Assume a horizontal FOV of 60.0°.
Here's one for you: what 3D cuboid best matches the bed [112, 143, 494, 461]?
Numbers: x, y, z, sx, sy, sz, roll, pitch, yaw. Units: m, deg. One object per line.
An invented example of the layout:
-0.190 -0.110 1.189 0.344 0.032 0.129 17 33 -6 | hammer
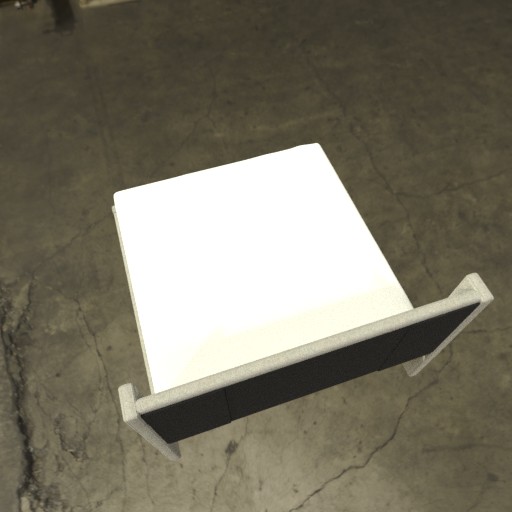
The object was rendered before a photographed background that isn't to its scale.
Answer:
0.000 0.000 3.548 2.140 1.470 2.280 -16 60 -10 | bed
